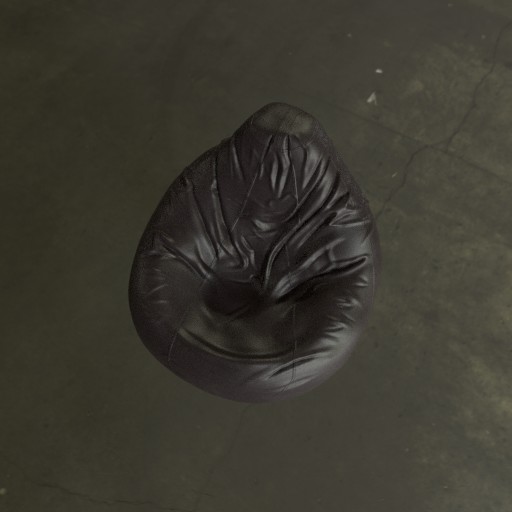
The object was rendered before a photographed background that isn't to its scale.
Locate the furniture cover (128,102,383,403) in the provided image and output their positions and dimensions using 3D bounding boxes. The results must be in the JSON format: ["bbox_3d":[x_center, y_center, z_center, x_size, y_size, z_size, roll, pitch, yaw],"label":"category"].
[{"bbox_3d":[0.000,0.000,1.890,1.070,0.990,1.070,17,61,10],"label":"furniture cover"}]
